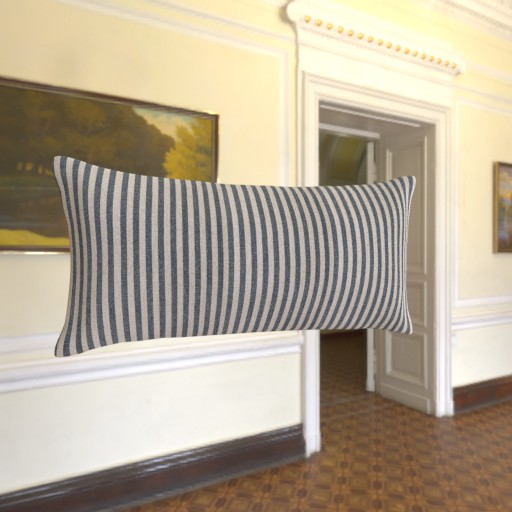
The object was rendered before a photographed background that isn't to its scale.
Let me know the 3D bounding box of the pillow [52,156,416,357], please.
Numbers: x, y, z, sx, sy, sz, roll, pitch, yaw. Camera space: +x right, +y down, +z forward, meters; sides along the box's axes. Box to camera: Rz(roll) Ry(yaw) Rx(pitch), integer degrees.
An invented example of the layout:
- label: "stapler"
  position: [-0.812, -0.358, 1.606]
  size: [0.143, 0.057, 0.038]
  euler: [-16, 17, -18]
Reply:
- label: "pillow"
  position: [0.000, 0.000, 0.733]
  size: [0.617, 0.295, 0.151]
  euler: [0, 0, -17]
